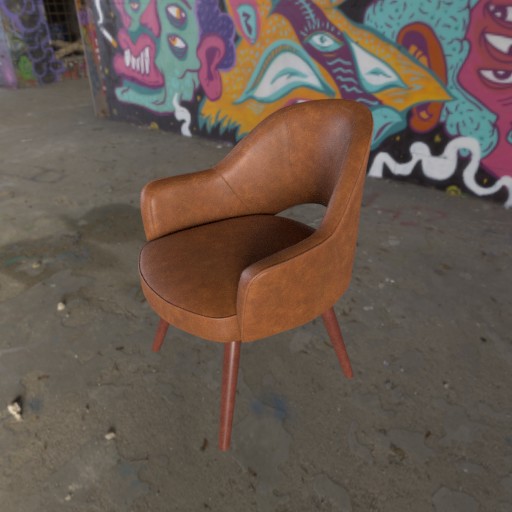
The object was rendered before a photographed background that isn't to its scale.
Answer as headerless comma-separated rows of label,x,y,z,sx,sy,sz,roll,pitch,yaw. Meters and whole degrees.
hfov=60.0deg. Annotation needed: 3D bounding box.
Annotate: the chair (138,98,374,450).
chair,0.000,0.000,1.250,0.640,0.777,0.591,-19,35,-29
